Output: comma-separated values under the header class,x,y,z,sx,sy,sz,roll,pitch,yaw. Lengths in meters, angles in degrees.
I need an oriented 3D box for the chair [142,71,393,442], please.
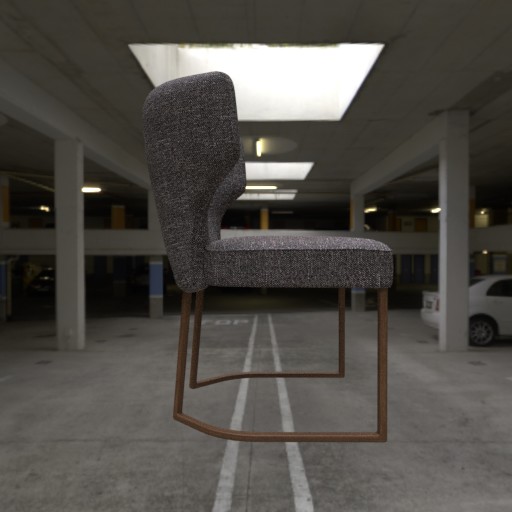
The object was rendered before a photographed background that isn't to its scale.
class,x,y,z,sx,sy,sz,roll,pitch,yaw
chair,0.000,0.000,1.239,0.617,0.824,0.611,0,1,1
